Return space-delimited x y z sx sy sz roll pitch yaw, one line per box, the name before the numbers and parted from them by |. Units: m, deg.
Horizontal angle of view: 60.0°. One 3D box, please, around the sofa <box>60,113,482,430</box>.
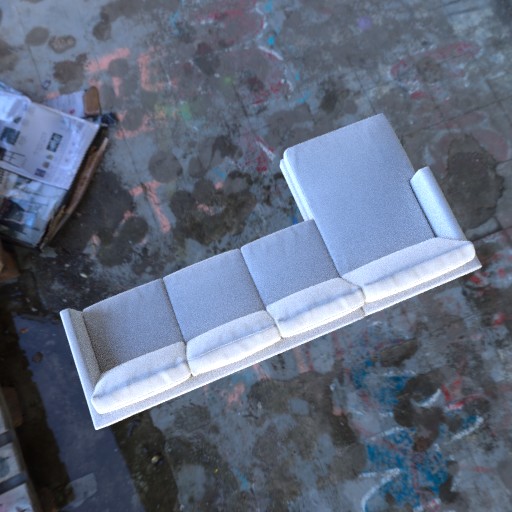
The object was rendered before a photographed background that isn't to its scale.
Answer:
sofa | 0.000 0.000 3.728 3.186 0.861 1.625 -22 78 -5
